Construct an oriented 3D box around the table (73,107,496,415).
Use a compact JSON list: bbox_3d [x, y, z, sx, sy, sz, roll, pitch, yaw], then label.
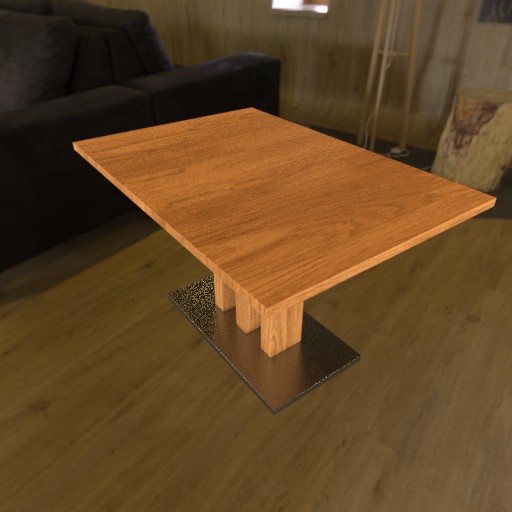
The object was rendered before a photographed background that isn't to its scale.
[{"bbox_3d":[0.000,0.000,1.802,0.900,0.770,1.300,-22,39,-30],"label":"table"}]
